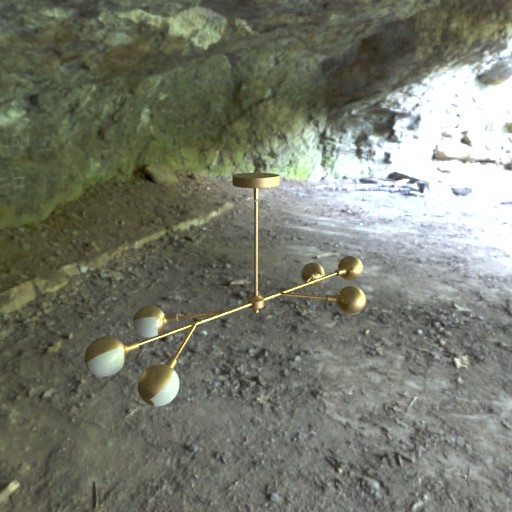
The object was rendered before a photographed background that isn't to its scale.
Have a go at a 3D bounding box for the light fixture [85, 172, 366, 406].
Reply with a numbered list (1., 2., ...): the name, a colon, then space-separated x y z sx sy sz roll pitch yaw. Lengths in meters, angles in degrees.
1. light fixture: 0.000 0.000 1.003 0.778 0.362 0.434 -8 19 -25
